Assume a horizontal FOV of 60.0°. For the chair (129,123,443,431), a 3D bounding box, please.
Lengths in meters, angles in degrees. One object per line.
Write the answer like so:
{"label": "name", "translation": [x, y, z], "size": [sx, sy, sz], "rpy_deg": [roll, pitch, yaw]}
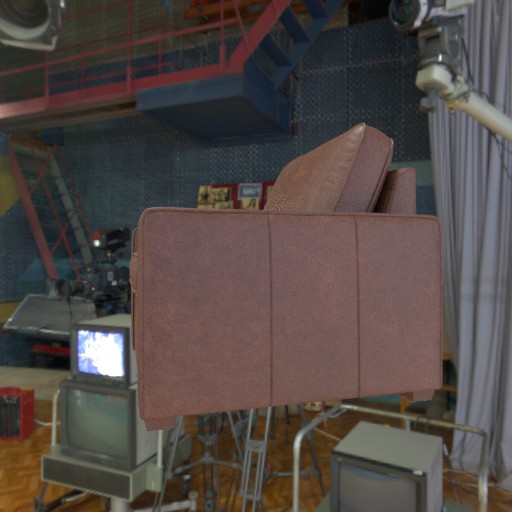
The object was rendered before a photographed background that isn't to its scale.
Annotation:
{"label": "chair", "translation": [0.000, 0.000, 1.722], "size": [0.940, 0.919, 1.017], "rpy_deg": [0, 0, -17]}
